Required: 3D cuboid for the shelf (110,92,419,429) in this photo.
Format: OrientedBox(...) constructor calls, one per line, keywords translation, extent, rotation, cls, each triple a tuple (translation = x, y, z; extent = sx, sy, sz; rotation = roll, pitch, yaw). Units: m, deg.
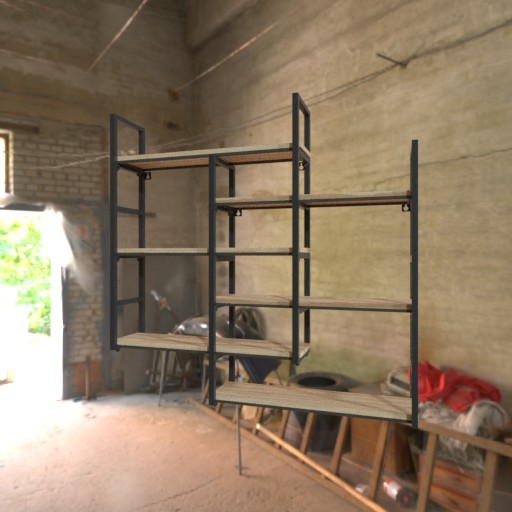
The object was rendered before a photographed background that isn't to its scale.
OrientedBox(translation=(0.000, 0.000, 1.381), extent=(0.946, 0.921, 0.183), rotation=(0, 0, 18), cls="shelf")
